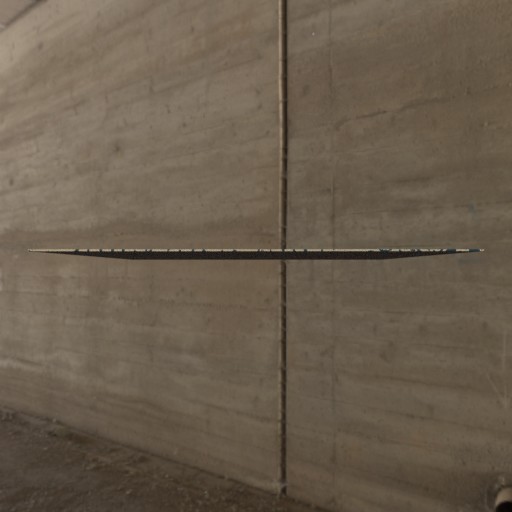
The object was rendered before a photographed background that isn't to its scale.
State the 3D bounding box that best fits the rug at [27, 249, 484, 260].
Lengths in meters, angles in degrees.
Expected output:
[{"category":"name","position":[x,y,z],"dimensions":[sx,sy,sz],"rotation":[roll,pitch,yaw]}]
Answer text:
[{"category":"rug","position":[0.000,0.000,4.125],"dimensions":[3.017,0.014,2.416],"rotation":[0,-2,0]}]
